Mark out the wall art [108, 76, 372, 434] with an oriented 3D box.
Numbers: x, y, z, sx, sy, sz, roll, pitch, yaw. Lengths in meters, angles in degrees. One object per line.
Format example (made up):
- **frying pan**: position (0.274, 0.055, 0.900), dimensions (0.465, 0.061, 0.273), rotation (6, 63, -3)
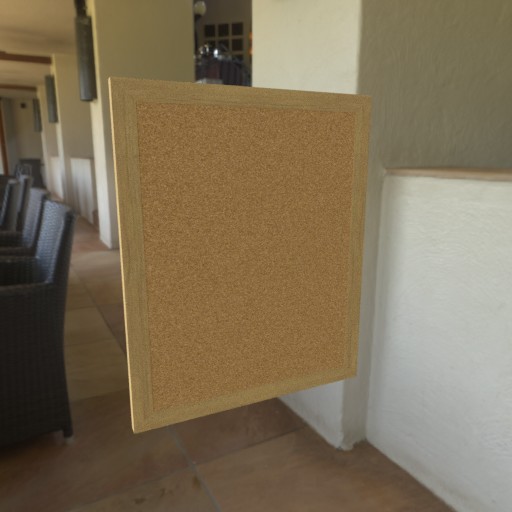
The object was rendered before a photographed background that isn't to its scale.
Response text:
- **wall art**: position (0.000, 0.000, 0.784), dimensions (0.460, 0.561, 0.020), rotation (-6, 14, -25)
